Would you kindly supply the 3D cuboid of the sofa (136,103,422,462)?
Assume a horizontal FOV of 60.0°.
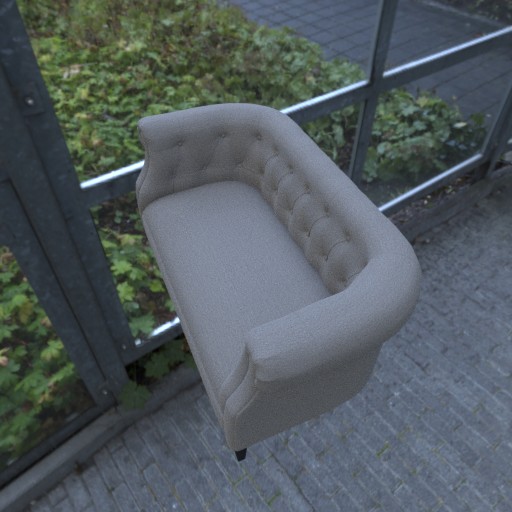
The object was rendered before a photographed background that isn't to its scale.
[{"bbox_3d":[0.000,0.000,2.069,0.835,0.827,1.558,-18,49,-16],"label":"sofa"}]
